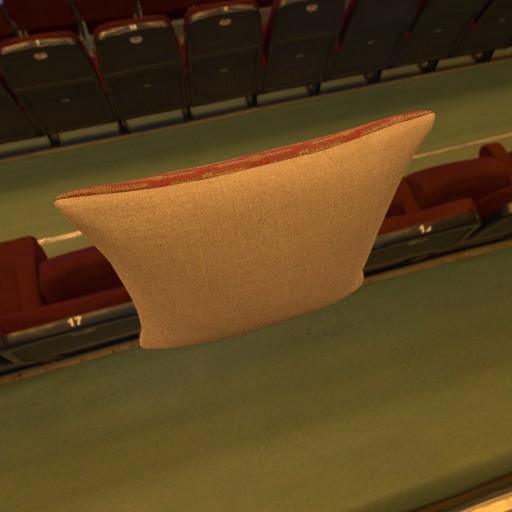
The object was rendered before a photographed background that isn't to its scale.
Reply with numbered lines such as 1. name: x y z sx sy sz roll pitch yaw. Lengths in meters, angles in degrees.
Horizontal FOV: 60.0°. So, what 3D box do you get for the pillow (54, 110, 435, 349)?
1. pillow: 0.000 0.000 0.771 0.511 0.503 0.182 -15 60 -9
